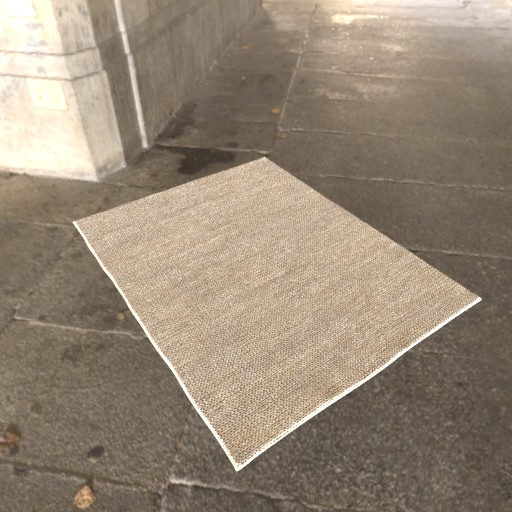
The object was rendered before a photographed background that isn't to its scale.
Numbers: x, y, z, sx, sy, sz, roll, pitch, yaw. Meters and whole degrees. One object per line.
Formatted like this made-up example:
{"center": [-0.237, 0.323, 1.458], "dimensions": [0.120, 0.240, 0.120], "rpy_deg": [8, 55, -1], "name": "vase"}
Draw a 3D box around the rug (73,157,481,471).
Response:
{"center": [0.000, 0.000, 4.078], "dimensions": [2.429, 0.030, 3.052], "rpy_deg": [-24, 46, -26], "name": "rug"}
